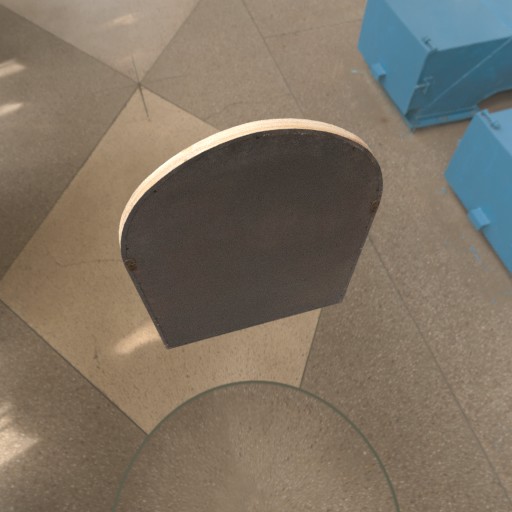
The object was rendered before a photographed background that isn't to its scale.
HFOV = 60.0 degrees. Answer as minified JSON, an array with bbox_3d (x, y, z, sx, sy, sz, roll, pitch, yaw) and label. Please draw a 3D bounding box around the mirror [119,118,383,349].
[{"bbox_3d":[0.000,0.000,1.219,0.660,0.920,0.032,-14,60,-8],"label":"mirror"}]
